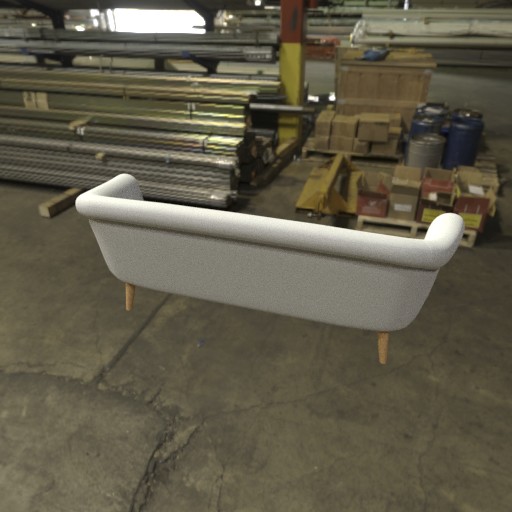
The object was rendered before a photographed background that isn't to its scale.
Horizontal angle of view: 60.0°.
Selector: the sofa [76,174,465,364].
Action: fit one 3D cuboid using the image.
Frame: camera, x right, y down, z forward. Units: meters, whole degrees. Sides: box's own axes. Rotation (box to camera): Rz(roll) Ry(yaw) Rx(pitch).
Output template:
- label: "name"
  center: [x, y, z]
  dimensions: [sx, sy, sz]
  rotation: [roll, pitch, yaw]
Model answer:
- label: "sofa"
  center: [0.000, 0.000, 2.498]
  dimensions: [2.160, 0.795, 0.827]
  rotation: [9, 32, 15]
